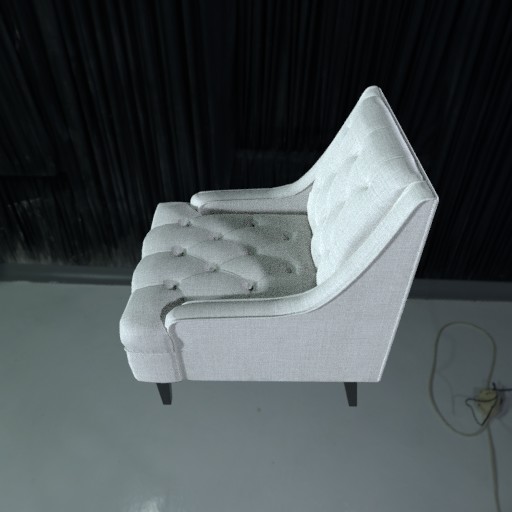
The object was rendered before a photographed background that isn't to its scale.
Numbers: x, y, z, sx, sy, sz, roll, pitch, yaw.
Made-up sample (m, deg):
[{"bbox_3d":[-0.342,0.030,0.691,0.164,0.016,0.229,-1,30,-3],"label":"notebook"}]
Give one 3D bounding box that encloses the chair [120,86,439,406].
[{"bbox_3d":[0.000,0.000,1.437,0.772,0.891,0.658,0,41,0],"label":"chair"}]
